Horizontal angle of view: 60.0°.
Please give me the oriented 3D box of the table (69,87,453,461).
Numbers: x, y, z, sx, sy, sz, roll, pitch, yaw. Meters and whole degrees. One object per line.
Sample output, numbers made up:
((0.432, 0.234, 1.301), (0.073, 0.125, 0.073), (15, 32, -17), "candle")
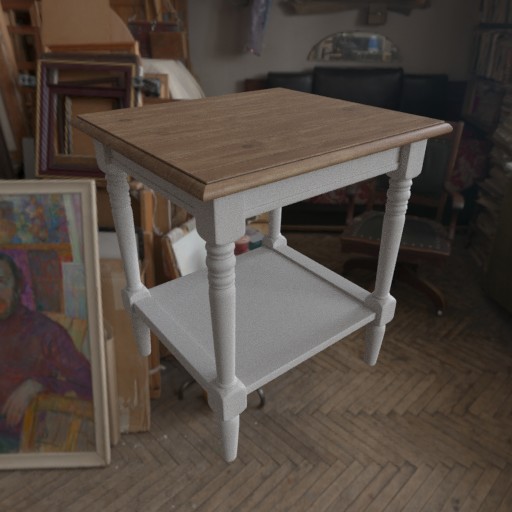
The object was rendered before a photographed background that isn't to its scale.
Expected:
((0.000, 0.000, 0.921), (0.508, 0.561, 0.457), (-21, 36, -32), "table")
